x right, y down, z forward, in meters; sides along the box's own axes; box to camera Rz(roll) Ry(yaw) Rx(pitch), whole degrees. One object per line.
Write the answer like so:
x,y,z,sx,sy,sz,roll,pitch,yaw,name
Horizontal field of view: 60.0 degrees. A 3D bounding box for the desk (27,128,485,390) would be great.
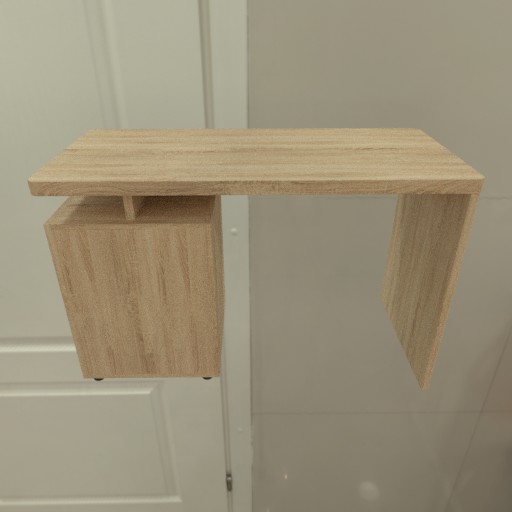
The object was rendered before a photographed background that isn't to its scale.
0.000,0.000,1.569,1.200,0.760,0.550,0,30,-1,desk
